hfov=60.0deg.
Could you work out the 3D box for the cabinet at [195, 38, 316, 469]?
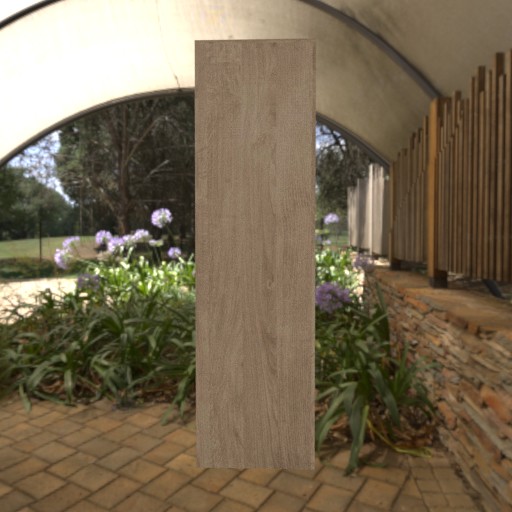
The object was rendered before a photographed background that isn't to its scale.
[{"bbox_3d":[0.000,0.000,1.963,0.500,1.790,0.230,0,2,2],"label":"cabinet"}]
